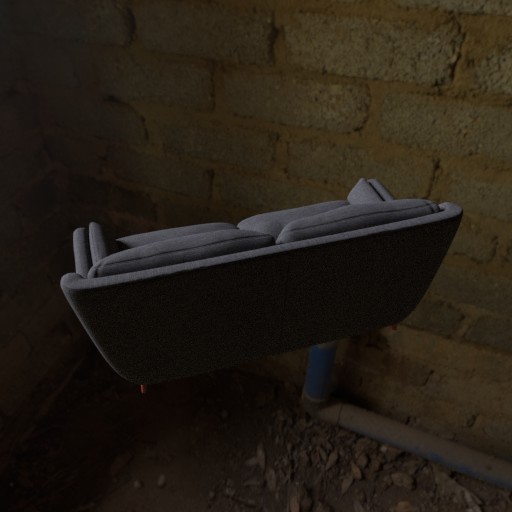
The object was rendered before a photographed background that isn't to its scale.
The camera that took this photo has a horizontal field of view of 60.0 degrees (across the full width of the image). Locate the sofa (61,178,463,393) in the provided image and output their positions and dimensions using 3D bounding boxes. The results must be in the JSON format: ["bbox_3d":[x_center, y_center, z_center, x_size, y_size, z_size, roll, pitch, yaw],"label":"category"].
[{"bbox_3d":[0.000,0.000,2.493,1.929,0.896,0.975,-11,42,-12],"label":"sofa"}]
